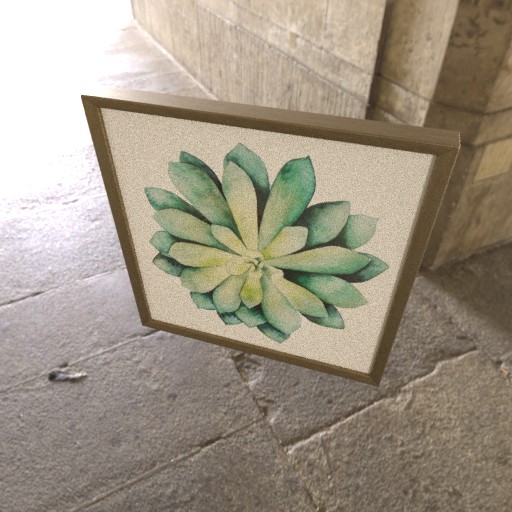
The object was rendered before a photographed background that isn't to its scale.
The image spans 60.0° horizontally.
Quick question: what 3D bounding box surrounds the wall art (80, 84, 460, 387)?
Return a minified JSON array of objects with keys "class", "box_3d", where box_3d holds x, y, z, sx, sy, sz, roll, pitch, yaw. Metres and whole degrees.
[{"class":"wall art","box_3d":[0.000,0.000,0.747,0.503,0.506,0.040,12,43,13]}]
